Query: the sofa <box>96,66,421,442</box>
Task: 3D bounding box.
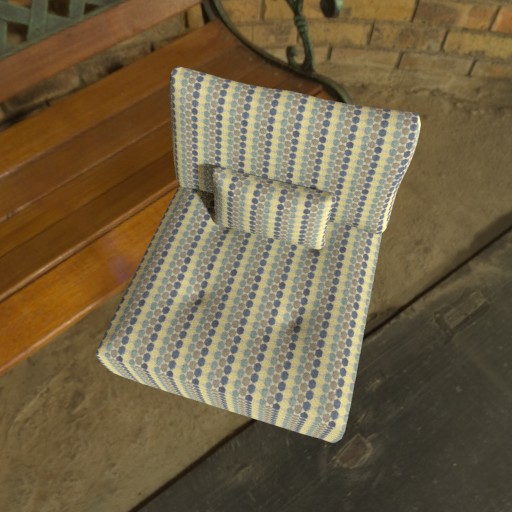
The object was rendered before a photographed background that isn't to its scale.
[{"bbox_3d":[0.000,0.000,1.675,0.930,0.830,1.000,14,60,8],"label":"sofa"}]
